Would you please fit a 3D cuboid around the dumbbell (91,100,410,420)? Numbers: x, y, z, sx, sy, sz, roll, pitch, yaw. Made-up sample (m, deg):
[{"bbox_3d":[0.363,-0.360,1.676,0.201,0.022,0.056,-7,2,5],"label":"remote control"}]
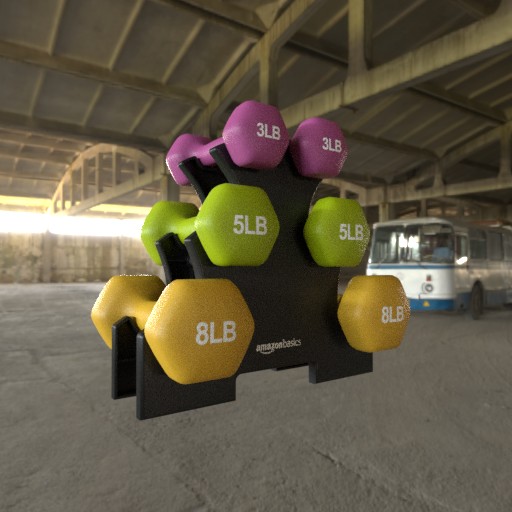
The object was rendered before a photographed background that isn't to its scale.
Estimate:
[{"bbox_3d":[0.000,0.000,0.475,0.300,0.271,0.190,1,-1,-35],"label":"dumbbell"}]
